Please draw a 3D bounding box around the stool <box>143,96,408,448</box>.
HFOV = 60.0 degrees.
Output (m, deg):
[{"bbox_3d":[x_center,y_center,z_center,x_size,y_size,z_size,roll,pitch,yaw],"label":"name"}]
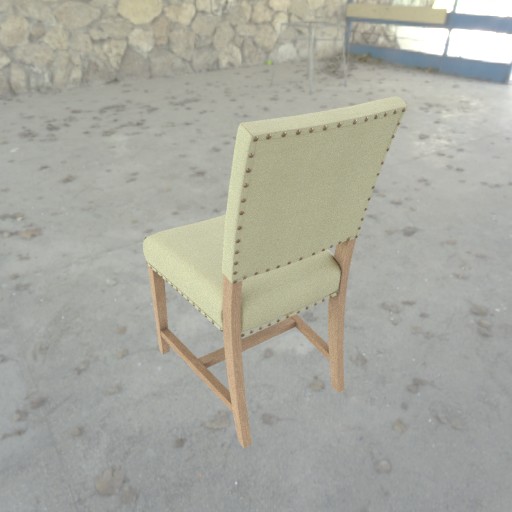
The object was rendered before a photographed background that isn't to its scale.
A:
[{"bbox_3d":[0.000,0.000,1.367,0.508,0.986,0.623,-19,36,-29],"label":"stool"}]
